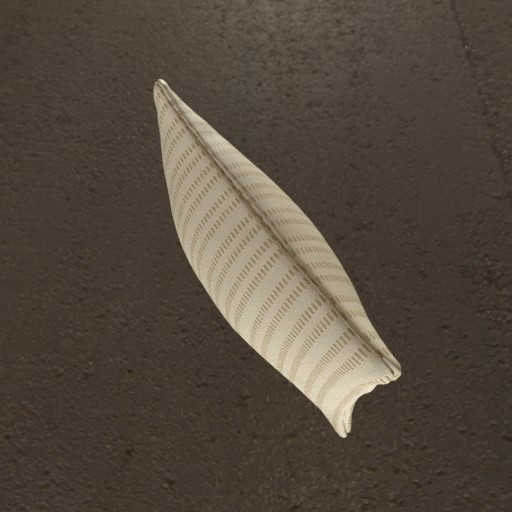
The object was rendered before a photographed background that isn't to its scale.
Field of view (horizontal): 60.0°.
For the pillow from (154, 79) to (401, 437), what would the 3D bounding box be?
[{"bbox_3d":[0.000,0.000,0.797,0.210,0.353,0.640,-29,62,-17],"label":"pillow"}]
